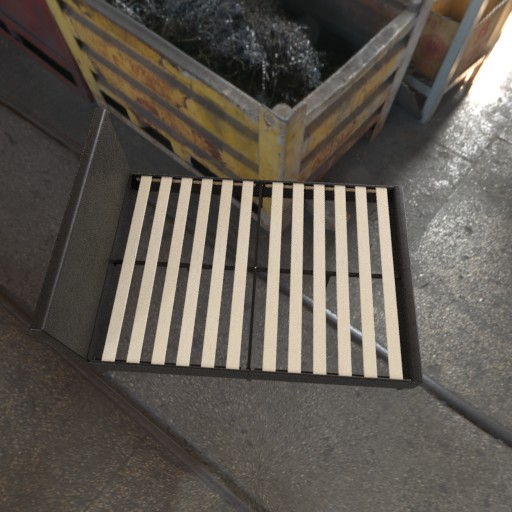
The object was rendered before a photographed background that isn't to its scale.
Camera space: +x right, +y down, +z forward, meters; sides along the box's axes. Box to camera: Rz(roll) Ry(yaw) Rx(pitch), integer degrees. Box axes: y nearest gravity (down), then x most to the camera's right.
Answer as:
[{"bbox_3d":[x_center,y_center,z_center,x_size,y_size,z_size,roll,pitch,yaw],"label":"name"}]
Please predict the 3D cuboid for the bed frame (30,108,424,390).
[{"bbox_3d":[0.000,0.000,2.938,2.152,1.046,1.469,3,63,2],"label":"bed frame"}]
